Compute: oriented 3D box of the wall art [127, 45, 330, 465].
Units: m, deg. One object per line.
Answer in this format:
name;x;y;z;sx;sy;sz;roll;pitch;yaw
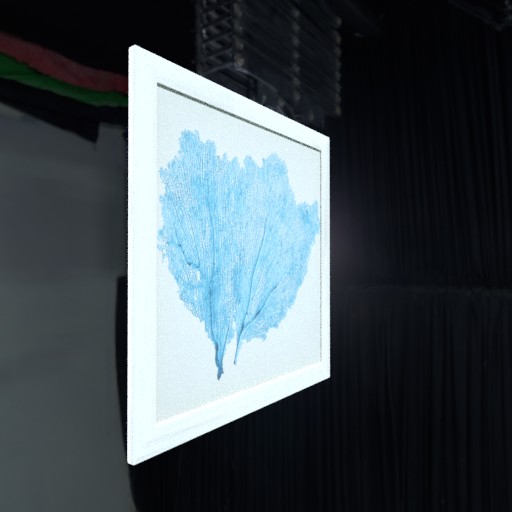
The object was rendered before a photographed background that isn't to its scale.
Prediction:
wall art;0.000;0.000;0.852;0.013;0.584;0.584;-1;-1;37
